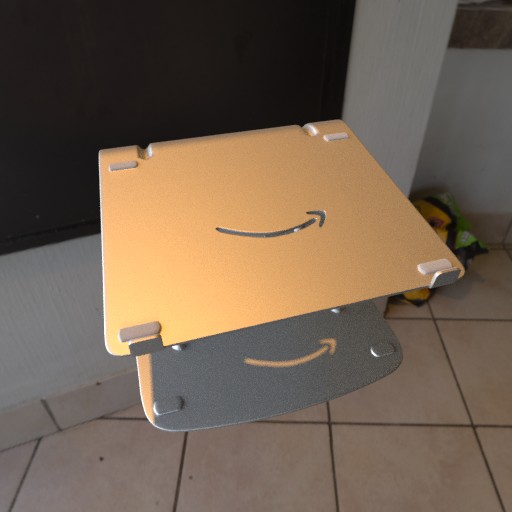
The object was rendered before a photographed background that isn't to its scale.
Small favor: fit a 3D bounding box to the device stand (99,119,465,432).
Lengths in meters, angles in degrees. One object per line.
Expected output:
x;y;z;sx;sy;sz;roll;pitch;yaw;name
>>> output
0.000;0.000;0.404;0.256;0.155;0.236;-11;41;-13;device stand
